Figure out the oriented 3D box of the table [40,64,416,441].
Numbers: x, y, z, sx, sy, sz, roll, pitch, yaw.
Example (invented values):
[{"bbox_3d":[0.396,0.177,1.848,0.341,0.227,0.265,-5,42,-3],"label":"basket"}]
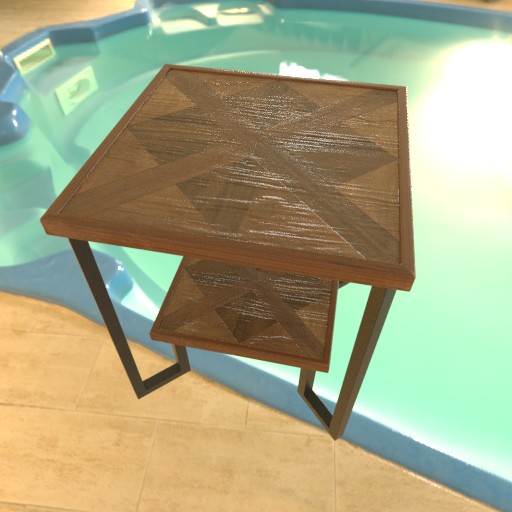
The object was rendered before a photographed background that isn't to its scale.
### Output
[{"bbox_3d":[0.000,0.000,0.944,0.503,0.563,0.503,9,48,8],"label":"table"}]
